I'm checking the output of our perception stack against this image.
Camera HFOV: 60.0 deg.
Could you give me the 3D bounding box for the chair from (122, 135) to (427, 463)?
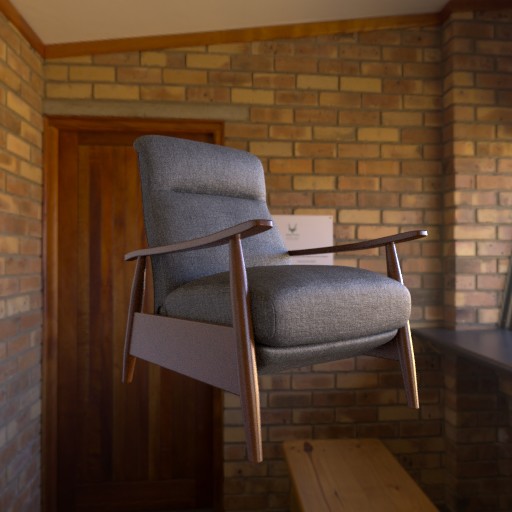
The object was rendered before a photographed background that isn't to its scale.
[{"bbox_3d":[0.000,0.000,1.754,0.762,1.082,1.030,0,-1,-37],"label":"chair"}]
